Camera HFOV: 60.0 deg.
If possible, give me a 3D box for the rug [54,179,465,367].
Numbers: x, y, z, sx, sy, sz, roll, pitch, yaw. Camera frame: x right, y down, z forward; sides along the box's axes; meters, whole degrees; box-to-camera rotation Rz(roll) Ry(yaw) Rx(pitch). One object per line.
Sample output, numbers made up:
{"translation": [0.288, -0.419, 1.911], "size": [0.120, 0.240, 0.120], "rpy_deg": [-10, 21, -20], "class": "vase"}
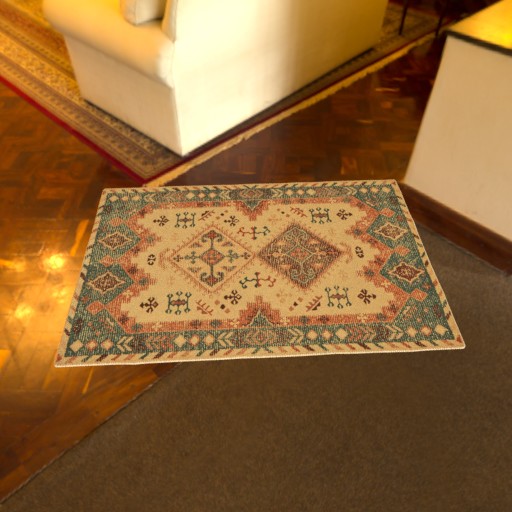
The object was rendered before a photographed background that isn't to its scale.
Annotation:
{"translation": [0.000, 0.000, 2.373], "size": [1.840, 0.015, 1.225], "rpy_deg": [-2, 48, -2], "class": "rug"}
